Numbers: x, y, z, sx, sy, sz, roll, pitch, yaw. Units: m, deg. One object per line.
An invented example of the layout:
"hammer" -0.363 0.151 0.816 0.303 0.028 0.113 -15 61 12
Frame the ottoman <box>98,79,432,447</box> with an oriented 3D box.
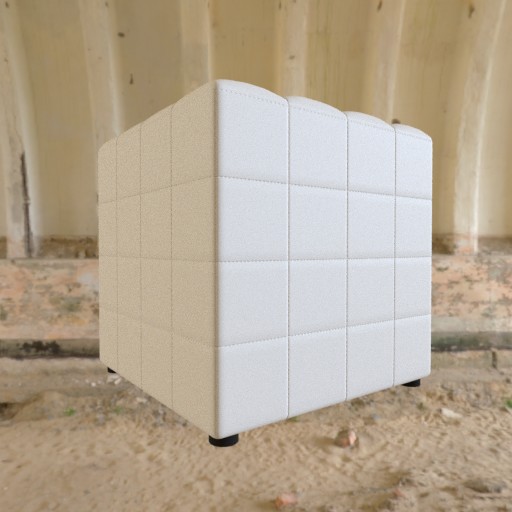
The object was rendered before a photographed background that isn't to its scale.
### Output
"ottoman" 0.000 0.000 0.786 0.425 0.432 0.425 -1 1 -36
